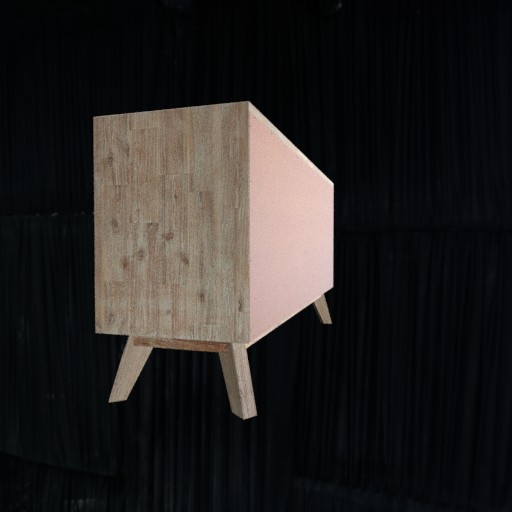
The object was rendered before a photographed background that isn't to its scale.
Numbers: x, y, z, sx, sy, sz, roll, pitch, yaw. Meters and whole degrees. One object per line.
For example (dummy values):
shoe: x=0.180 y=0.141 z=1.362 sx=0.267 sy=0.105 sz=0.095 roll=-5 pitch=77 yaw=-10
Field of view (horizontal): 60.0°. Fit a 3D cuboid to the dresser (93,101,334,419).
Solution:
dresser: x=0.000 y=0.000 z=1.910 sx=0.455 sy=0.805 sz=1.554 roll=0 pitch=2 yaw=18
